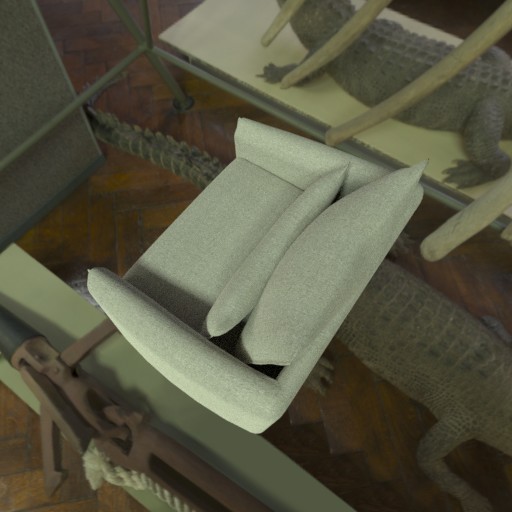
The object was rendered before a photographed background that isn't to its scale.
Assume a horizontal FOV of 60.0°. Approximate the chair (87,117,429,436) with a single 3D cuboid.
[{"bbox_3d":[0.000,0.000,1.644,0.801,0.856,1.029,32,66,16],"label":"chair"}]
